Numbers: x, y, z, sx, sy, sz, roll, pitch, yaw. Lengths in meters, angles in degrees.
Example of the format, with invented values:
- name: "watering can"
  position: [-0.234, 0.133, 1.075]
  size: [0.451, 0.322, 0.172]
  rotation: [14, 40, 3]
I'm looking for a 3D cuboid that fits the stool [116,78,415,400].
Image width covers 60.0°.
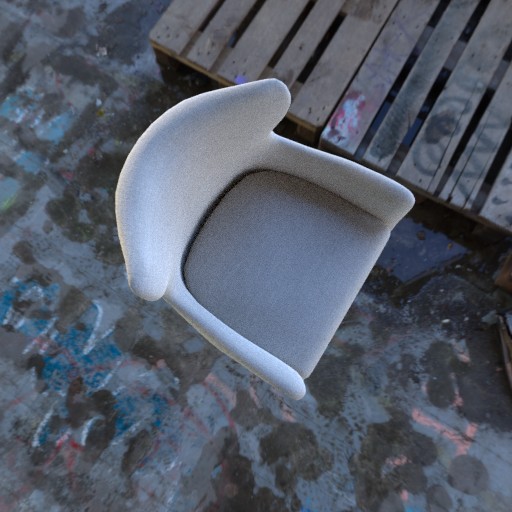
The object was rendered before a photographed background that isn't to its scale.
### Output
- name: "stool"
  position: [0.000, 0.000, 1.418]
  size: [0.637, 0.987, 0.615]
  rotation: [31, 79, 7]
